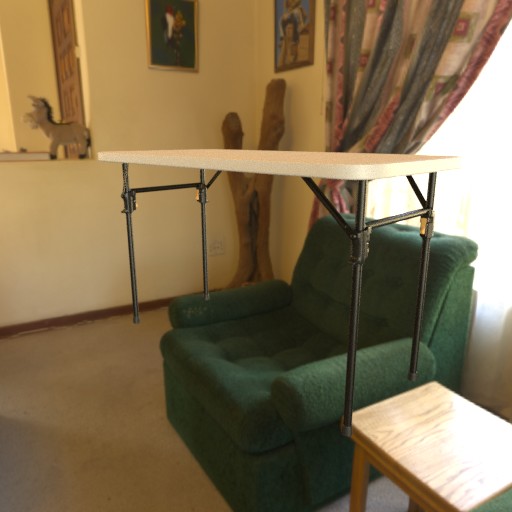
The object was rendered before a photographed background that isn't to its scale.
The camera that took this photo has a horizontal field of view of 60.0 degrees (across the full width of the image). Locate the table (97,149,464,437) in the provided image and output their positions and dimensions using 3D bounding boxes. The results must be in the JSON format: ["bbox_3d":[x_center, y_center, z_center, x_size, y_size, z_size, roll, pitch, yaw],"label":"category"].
[{"bbox_3d":[0.000,0.000,1.621,1.219,0.729,0.610,14,21,42],"label":"table"}]
